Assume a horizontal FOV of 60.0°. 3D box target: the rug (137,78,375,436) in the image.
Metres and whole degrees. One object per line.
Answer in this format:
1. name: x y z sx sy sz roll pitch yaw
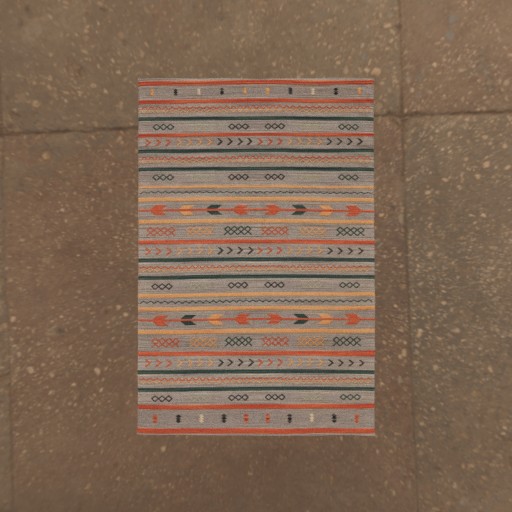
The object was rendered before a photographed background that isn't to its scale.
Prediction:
1. rug: 0.000 0.000 2.276 1.220 0.017 1.835 0 89 0
